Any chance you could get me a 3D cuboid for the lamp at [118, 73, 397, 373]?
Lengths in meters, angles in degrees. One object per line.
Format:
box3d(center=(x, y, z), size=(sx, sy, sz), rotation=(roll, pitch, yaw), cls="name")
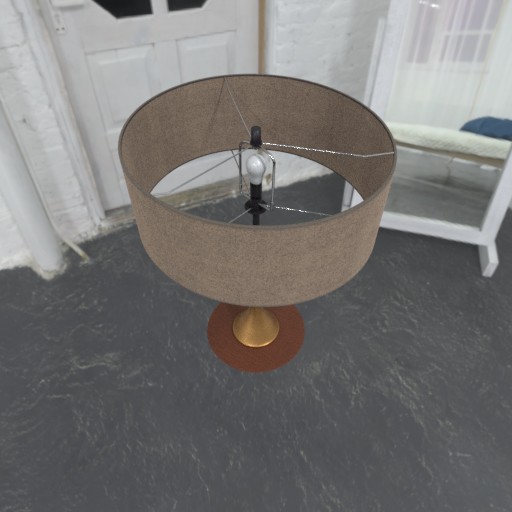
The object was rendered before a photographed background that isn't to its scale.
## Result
box3d(center=(0.000, 0.000, 0.854), size=(0.417, 0.551, 0.396), rotation=(34, 55, 27), cls="lamp")
